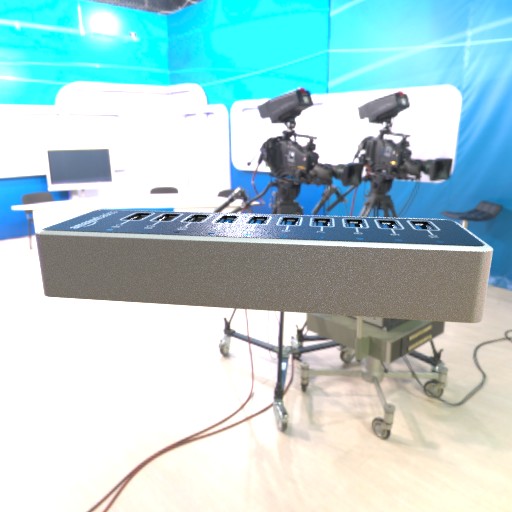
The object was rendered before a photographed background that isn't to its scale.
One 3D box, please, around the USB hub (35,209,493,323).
[{"bbox_3d":[0.000,0.000,0.159,0.145,0.023,0.044,2,16,9],"label":"USB hub"}]
